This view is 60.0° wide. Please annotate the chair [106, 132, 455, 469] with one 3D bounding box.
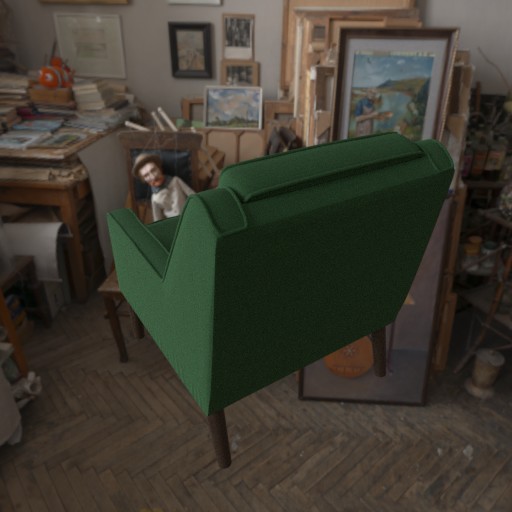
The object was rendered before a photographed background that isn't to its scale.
[{"bbox_3d":[0.000,0.000,1.311,0.663,0.792,0.743,-18,35,-29],"label":"chair"}]
